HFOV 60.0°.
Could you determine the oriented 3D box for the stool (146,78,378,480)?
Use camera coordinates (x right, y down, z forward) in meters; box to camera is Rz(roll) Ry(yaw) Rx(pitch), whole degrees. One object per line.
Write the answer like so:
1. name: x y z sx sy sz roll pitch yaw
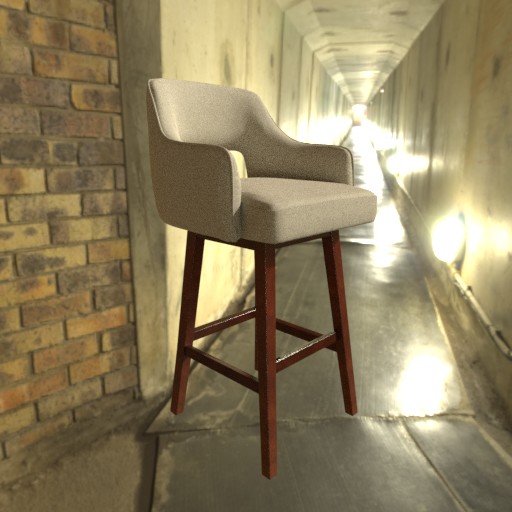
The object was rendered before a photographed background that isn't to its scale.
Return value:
1. stool: 0.000 0.000 1.346 0.560 1.041 0.550 13 19 43
